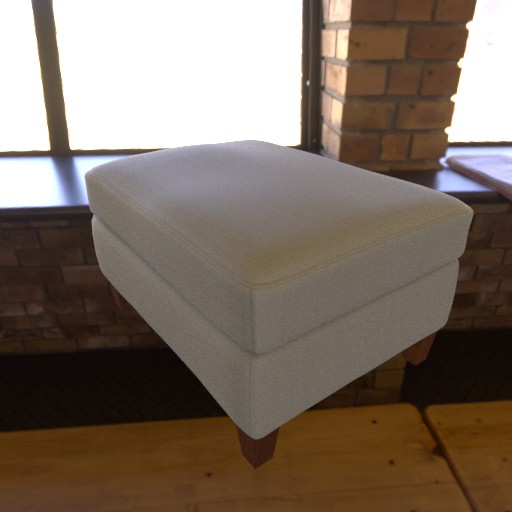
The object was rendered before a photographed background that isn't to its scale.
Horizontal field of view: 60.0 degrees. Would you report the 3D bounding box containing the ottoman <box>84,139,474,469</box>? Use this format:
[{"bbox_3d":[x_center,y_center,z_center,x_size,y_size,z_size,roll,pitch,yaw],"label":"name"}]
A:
[{"bbox_3d":[0.000,0.000,1.182,0.634,0.496,0.818,-19,32,-32],"label":"ottoman"}]
